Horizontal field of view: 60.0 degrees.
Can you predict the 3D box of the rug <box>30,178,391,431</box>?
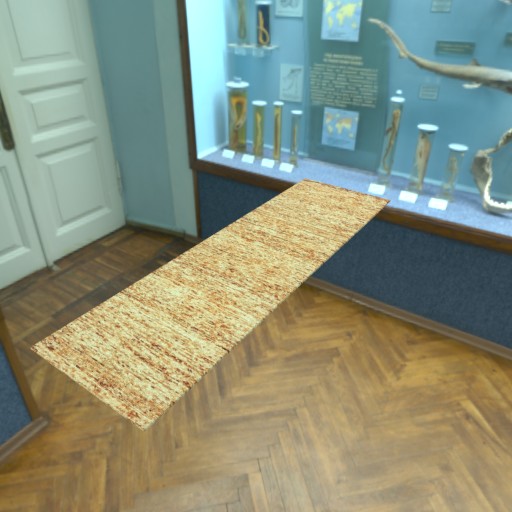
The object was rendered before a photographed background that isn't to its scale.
[{"bbox_3d":[0.000,0.000,2.421,0.680,0.014,2.237,21,37,30],"label":"rug"}]
